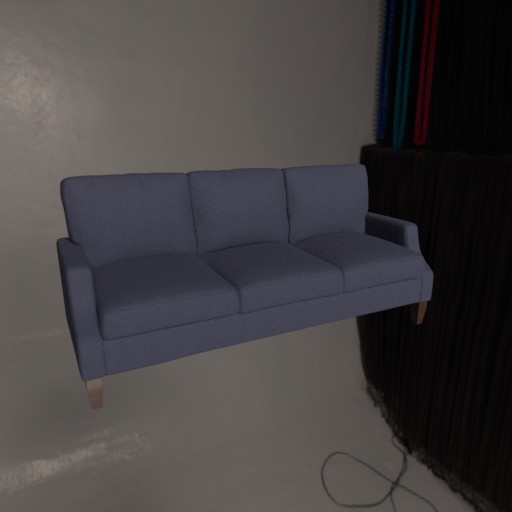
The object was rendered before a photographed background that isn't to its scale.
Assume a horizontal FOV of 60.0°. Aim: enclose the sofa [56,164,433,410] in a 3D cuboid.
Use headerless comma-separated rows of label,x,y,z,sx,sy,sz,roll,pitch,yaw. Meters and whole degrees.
sofa,0.000,0.000,2.639,2.115,0.984,0.888,-8,18,-26
